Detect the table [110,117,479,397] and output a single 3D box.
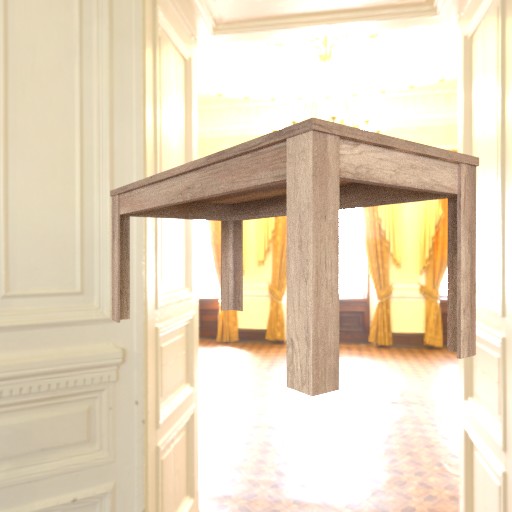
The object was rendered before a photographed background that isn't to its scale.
[{"bbox_3d":[0.000,0.000,2.237,0.900,0.790,1.800,0,0,-36],"label":"table"}]
